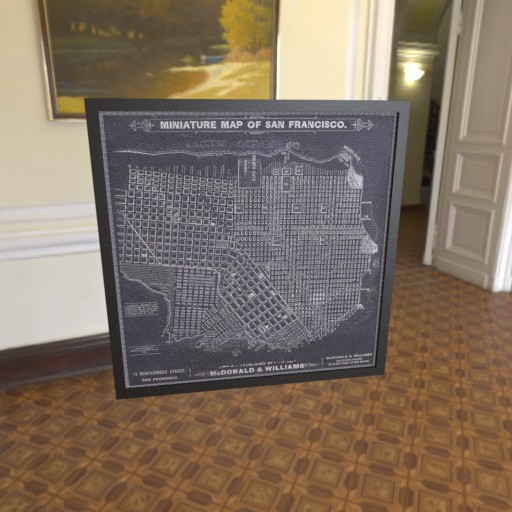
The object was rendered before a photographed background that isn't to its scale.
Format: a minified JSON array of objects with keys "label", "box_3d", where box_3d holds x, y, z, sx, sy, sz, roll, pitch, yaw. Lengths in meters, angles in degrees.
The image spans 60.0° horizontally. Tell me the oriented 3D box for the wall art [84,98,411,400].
[{"label":"wall art","box_3d":[0.000,0.000,1.211,0.807,0.807,0.022,-3,17,-9]}]
